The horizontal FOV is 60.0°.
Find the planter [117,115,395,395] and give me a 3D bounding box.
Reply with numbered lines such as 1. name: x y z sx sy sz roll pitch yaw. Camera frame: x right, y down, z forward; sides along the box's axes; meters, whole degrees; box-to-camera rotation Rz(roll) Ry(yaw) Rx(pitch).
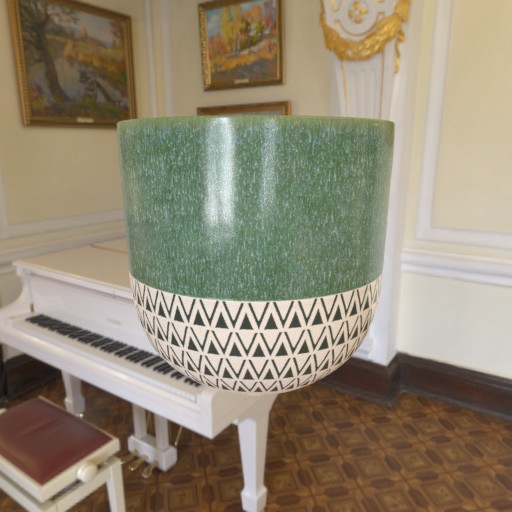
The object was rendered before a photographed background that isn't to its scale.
1. planter: 0.000 0.000 0.473 0.266 0.270 0.266 0 14 0
